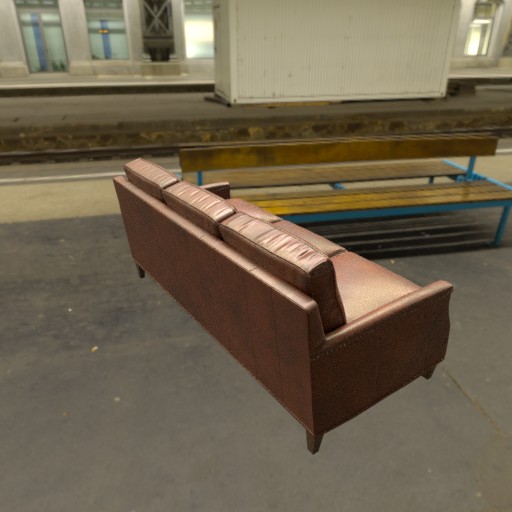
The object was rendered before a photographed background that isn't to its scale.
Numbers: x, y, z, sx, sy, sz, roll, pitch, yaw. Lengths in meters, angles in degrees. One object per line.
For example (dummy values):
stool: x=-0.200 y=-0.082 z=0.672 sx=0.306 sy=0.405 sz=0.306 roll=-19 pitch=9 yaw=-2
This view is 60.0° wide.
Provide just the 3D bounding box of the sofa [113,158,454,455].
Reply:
sofa: x=0.000 y=0.000 z=2.888 sx=1.084 sy=1.003 sz=2.240 roll=-18 pitch=31 yaw=-31
